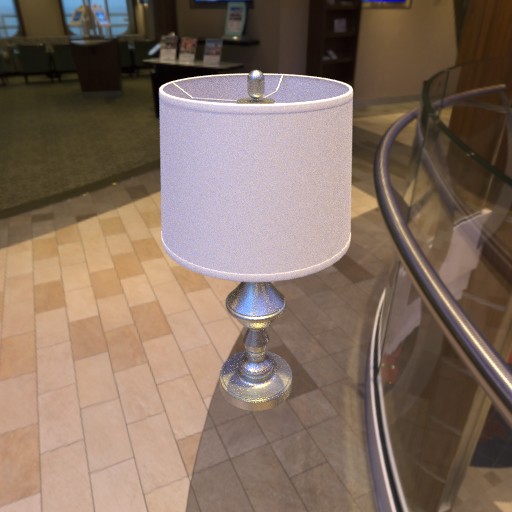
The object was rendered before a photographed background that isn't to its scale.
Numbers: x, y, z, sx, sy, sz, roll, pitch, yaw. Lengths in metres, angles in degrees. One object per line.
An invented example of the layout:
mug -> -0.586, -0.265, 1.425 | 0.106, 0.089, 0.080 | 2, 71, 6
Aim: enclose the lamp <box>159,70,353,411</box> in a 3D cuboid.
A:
lamp -> 0.000, 0.000, 0.941 | 0.383, 0.733, 0.383 | 0, 29, 0
